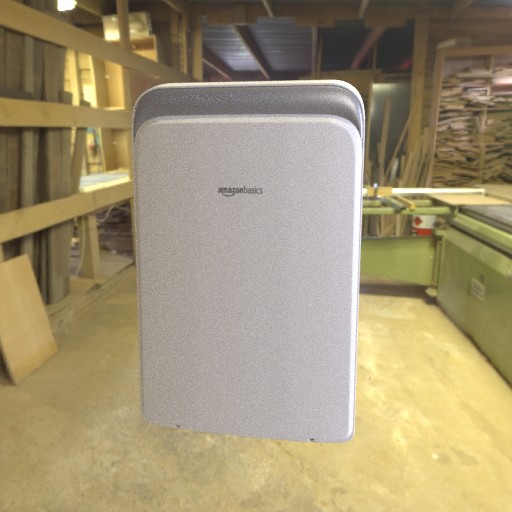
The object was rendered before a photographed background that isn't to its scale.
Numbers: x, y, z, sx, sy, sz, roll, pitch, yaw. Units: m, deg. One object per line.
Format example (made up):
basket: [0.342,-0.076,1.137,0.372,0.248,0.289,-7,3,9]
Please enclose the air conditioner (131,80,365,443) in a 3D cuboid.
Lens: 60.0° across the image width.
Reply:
air conditioner: [0.000,0.000,0.947,0.454,0.700,0.365,2,14,9]
